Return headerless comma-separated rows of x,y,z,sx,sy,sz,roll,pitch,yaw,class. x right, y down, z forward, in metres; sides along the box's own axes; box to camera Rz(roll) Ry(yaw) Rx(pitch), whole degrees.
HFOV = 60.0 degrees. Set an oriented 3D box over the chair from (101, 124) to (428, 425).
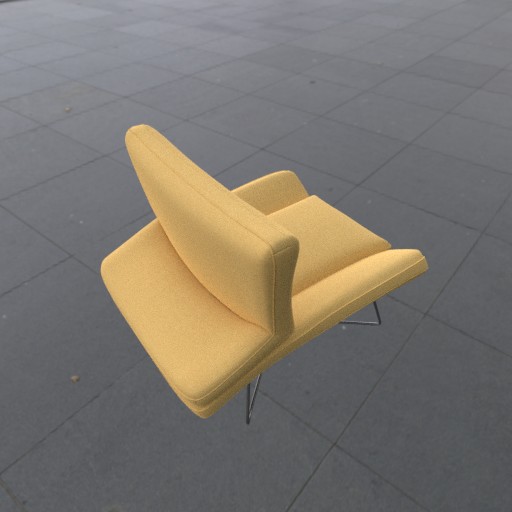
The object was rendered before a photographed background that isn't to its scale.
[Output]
0.000,0.000,1.664,1.008,0.855,0.859,-25,46,-27,chair
